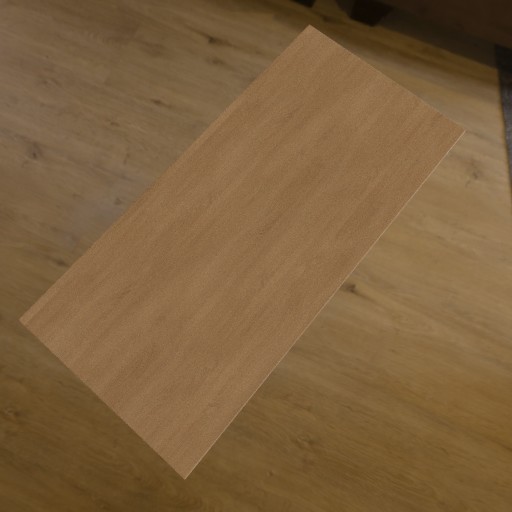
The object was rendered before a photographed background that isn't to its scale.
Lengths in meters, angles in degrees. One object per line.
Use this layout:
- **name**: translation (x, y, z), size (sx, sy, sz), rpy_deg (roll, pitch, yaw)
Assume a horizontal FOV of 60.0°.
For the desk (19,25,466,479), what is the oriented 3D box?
- **desk**: translation (0.000, 0.000, 1.626), size (0.600, 0.770, 1.251), rpy_deg (39, 78, 10)
